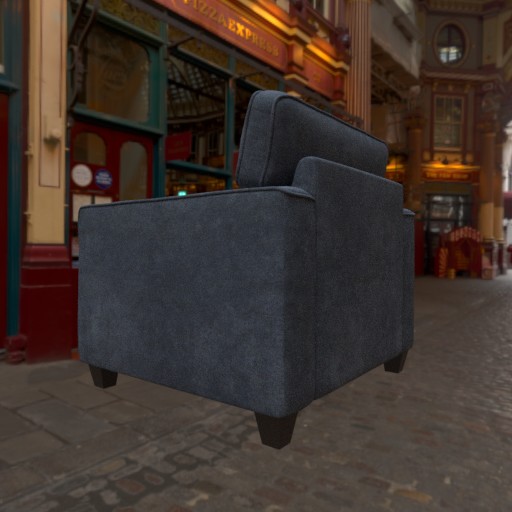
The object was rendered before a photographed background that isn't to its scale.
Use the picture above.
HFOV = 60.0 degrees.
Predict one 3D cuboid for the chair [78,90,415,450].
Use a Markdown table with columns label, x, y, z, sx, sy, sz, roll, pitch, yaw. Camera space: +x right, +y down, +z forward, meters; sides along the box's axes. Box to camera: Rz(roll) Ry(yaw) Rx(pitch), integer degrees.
| label | x | y | z | sx | sy | sz | roll | pitch | yaw |
| --- | --- | --- | --- | --- | --- | --- | --- | --- | --- |
| chair | 0.000 | 0.000 | 1.738 | 0.939 | 0.965 | 1.015 | 1 | 2 | 37 |
